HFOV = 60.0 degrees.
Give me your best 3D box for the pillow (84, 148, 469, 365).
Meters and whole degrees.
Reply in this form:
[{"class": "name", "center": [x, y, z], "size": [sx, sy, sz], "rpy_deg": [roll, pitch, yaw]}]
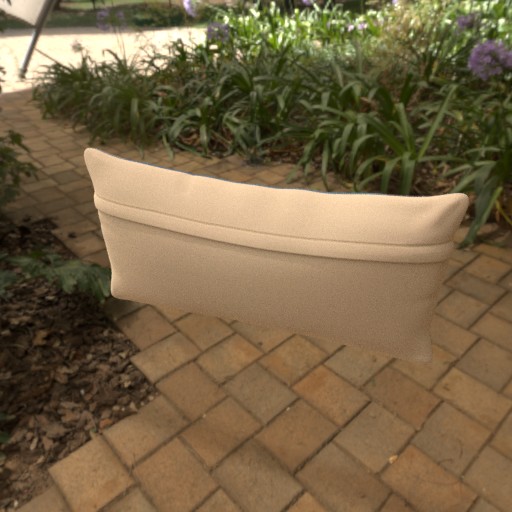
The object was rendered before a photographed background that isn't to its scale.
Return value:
[{"class": "pillow", "center": [0.000, 0.000, 0.731], "size": [0.604, 0.307, 0.148], "rpy_deg": [10, 33, 16]}]
